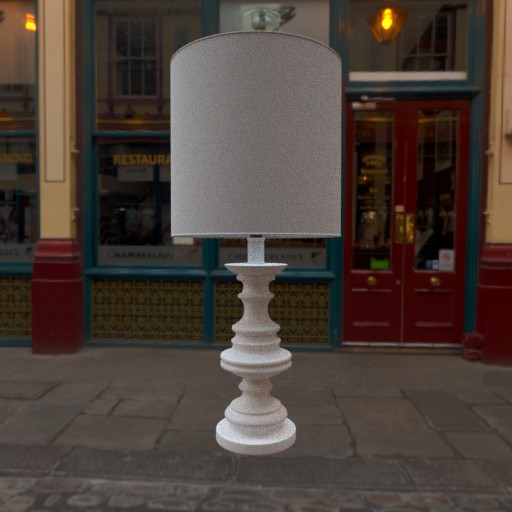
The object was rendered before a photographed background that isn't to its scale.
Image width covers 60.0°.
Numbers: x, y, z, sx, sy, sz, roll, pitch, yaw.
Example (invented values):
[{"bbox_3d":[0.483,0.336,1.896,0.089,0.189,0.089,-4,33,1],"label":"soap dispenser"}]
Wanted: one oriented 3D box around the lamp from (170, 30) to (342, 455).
[{"bbox_3d":[0.000,0.000,0.552,0.208,0.455,0.208,0,1,2],"label":"lamp"}]
